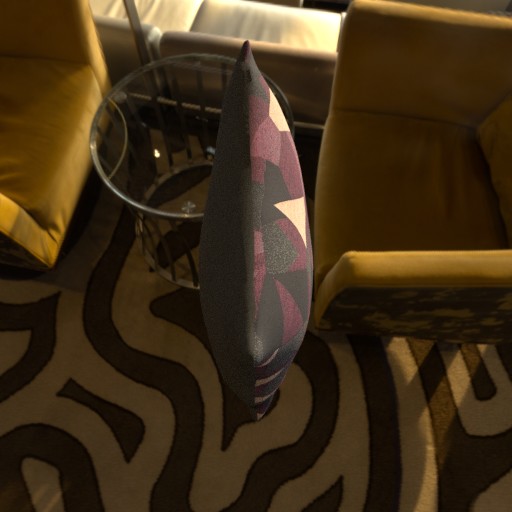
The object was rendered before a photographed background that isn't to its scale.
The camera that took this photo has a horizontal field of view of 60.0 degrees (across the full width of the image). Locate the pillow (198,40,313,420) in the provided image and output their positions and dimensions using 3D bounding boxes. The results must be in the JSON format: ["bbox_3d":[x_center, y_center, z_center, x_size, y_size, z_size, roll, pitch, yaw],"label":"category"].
[{"bbox_3d":[0.000,0.000,0.779,0.208,0.496,0.503,-1,65,-1],"label":"pillow"}]
